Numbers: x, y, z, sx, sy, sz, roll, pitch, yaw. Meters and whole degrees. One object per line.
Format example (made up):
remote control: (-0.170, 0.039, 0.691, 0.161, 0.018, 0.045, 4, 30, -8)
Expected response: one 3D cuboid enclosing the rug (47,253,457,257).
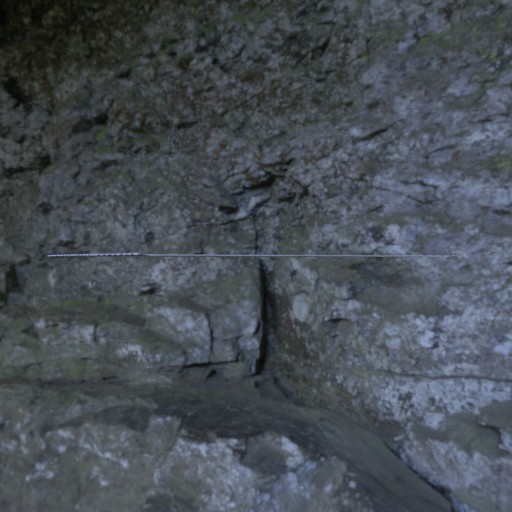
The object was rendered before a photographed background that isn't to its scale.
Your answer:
rug: (0.000, 0.000, 3.912, 3.040, 0.017, 2.030, 0, 0, -36)
